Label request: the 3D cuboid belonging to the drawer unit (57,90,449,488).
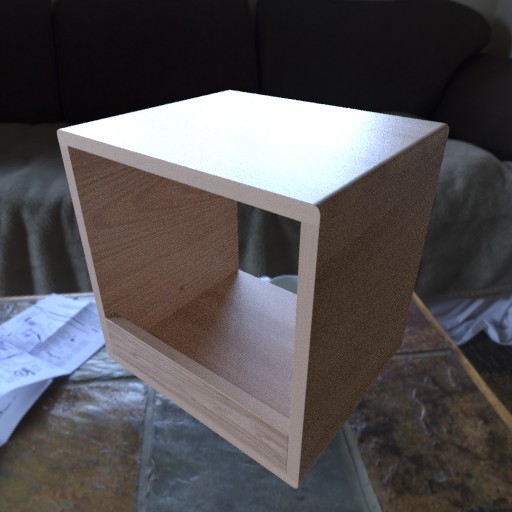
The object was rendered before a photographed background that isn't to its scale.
[{"bbox_3d":[0.000,0.000,0.593,0.344,0.344,0.290,22,37,32],"label":"drawer unit"}]
